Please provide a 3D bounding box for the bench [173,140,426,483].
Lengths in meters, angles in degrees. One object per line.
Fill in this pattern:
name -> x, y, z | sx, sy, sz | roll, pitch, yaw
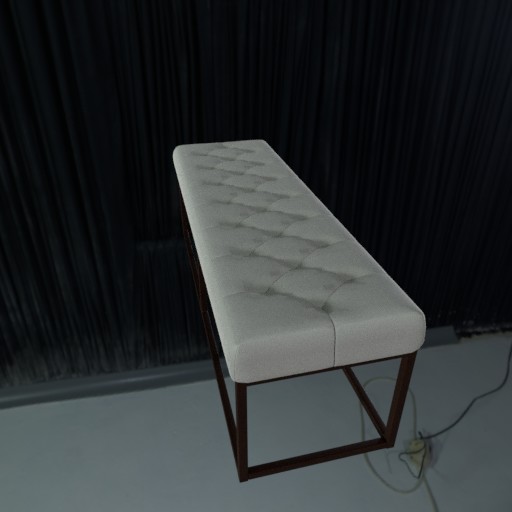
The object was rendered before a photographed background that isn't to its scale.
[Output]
bench -> 0.000, 0.000, 1.701 | 0.479, 0.488, 1.488 | -7, 31, -12
